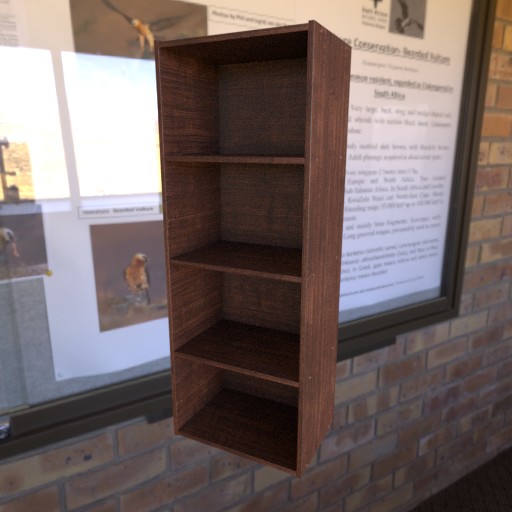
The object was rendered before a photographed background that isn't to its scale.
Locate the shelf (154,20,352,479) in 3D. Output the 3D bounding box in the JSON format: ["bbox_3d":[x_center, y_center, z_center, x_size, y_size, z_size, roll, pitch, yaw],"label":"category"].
[{"bbox_3d":[0.000,0.000,1.247,0.415,1.099,0.290,7,16,26],"label":"shelf"}]
